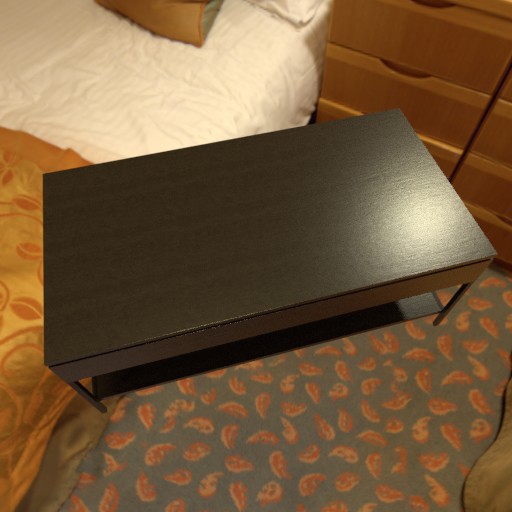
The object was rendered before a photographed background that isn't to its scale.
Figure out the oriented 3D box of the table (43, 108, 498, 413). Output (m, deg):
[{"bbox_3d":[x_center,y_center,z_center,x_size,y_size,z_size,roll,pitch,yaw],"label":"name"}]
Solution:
[{"bbox_3d":[0.000,0.000,1.360,1.095,0.435,0.574,-13,58,-8],"label":"table"}]
